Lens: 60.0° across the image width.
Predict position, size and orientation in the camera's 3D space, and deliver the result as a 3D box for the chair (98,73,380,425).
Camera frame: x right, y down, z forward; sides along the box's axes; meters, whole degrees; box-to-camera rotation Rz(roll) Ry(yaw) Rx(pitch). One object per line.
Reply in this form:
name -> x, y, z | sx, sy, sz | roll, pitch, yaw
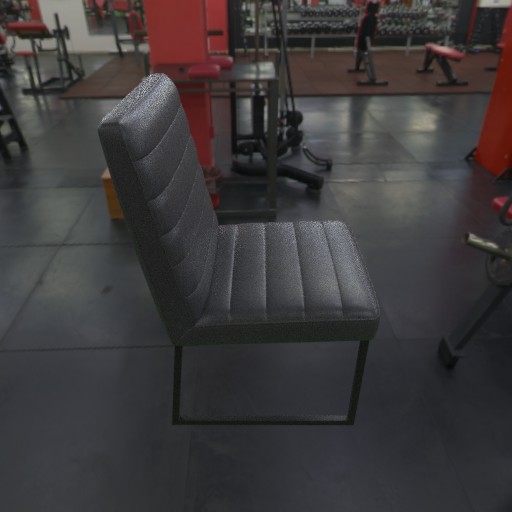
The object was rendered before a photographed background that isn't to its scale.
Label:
chair -> 0.000, 0.000, 1.298 | 0.634, 0.930, 0.520 | 0, 32, 0
